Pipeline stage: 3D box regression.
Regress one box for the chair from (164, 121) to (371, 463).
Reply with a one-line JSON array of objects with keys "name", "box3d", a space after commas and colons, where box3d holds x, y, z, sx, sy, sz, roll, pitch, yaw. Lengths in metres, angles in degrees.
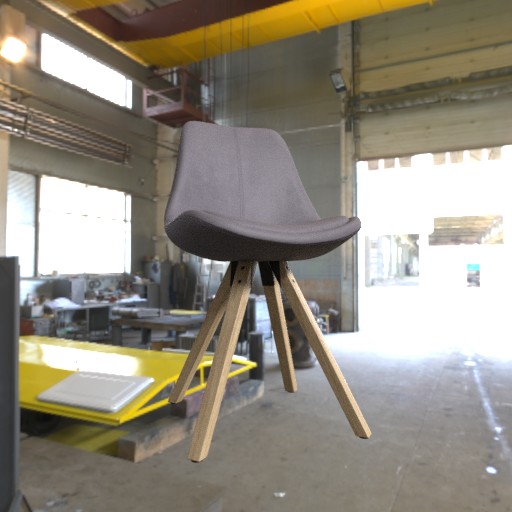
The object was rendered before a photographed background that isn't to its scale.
[{"name": "chair", "box3d": [0.000, 0.000, 1.196, 0.483, 0.865, 0.547, 1, -2, -18]}]
